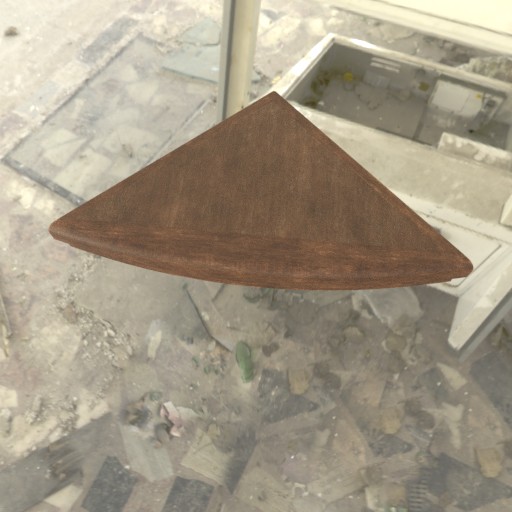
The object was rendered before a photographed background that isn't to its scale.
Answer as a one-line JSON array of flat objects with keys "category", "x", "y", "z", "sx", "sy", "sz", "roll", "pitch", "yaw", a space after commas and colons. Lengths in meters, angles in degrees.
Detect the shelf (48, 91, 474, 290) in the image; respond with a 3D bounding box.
[{"category": "shelf", "x": 0.000, "y": 0.000, "z": 0.466, "sx": 0.310, "sy": 0.050, "sz": 0.310, "roll": -36, "pitch": 68, "yaw": -17}]
